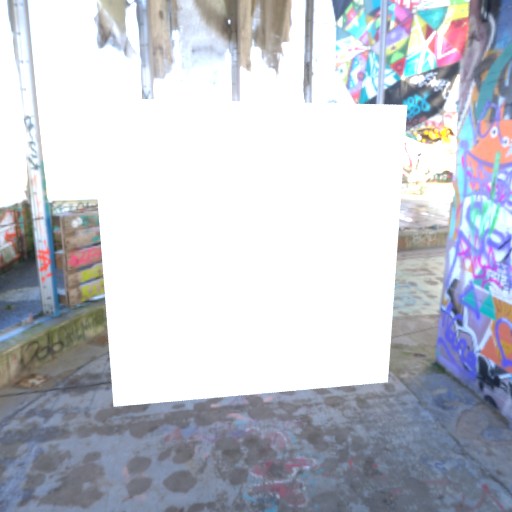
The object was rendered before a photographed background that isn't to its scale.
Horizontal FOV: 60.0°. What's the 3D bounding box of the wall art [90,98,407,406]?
[{"bbox_3d":[0.000,0.000,0.541,0.355,0.355,0.027,-2,13,-10],"label":"wall art"}]
